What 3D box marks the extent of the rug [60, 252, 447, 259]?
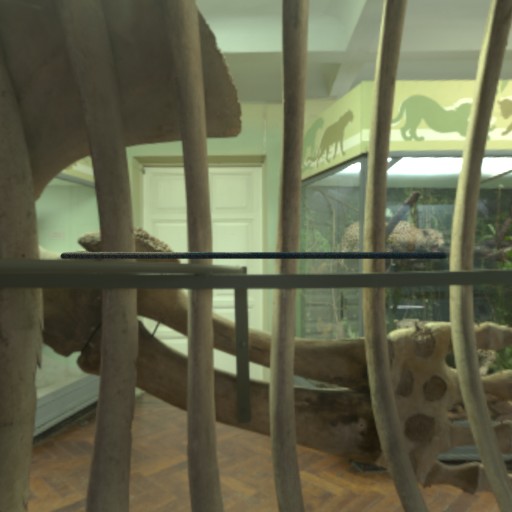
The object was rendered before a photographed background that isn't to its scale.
[{"bbox_3d":[0.000,0.000,2.938,1.540,0.027,2.450,0,0,1],"label":"rug"}]
